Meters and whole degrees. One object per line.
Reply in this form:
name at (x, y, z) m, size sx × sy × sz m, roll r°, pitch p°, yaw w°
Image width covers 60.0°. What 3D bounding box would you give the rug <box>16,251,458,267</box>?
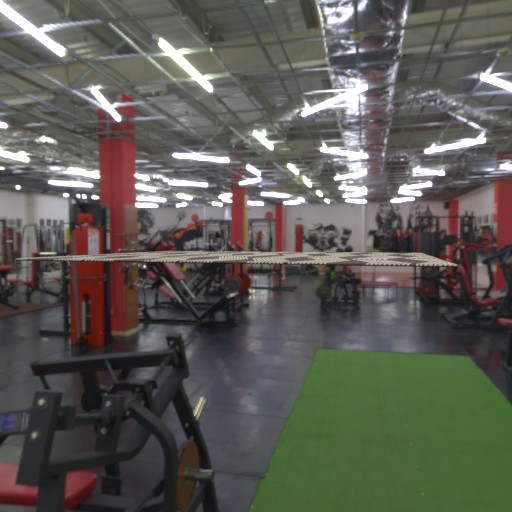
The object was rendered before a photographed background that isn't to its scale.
rug at (0.000, 0.000, 4.042) m, size 3.048 × 0.016 × 2.438 m, roll 1°, pitch 2°, yaw 16°
